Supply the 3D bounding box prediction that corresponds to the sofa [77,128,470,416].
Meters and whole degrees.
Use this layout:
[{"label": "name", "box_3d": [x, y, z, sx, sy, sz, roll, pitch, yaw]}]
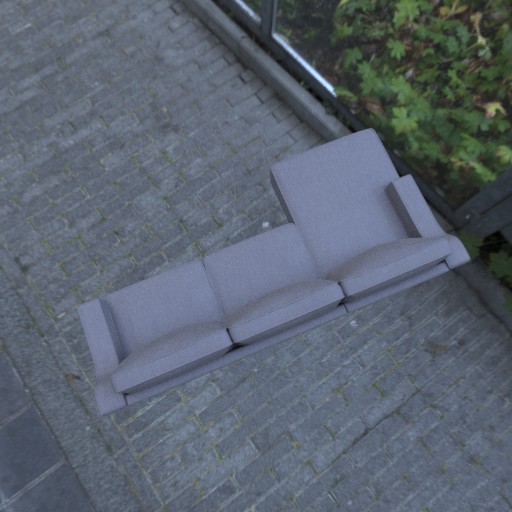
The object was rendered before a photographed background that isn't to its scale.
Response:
[{"label": "sofa", "box_3d": [0.000, 0.000, 3.224, 2.561, 0.928, 1.294, -22, 77, -5]}]
